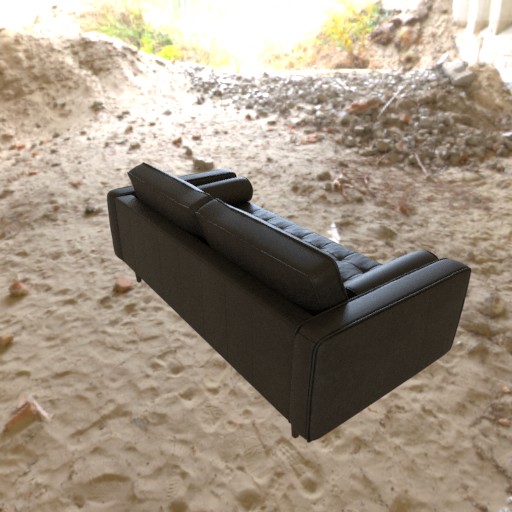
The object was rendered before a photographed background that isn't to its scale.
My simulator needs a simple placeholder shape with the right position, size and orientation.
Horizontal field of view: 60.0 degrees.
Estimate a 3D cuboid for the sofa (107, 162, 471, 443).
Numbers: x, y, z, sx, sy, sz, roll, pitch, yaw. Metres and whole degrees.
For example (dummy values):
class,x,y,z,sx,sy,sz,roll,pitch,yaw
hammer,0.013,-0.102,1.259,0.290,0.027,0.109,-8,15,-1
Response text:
class,x,y,z,sx,sy,sz,roll,pitch,yaw
sofa,0.000,0.000,2.347,0.921,0.770,1.879,-18,32,-32
